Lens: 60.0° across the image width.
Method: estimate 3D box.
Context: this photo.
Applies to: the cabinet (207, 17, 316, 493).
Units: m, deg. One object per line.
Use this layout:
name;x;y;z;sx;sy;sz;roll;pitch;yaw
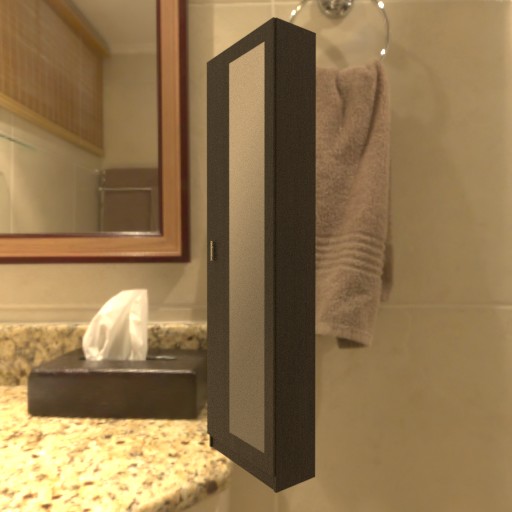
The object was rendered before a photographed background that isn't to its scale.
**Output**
cabinet;0.000;0.000;1.922;0.230;1.790;0.500;-1;1;-36
